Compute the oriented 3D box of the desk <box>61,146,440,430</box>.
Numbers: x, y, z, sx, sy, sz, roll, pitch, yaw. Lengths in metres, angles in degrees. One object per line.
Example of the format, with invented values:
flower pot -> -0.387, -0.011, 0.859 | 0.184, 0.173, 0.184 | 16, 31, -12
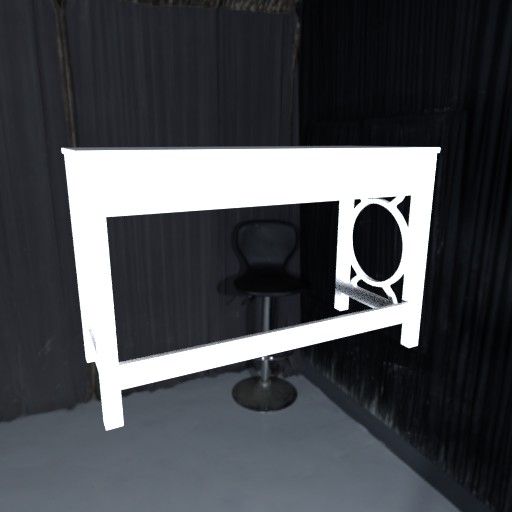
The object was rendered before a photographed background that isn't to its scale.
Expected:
desk -> 0.000, 0.000, 1.604 | 1.191, 0.762, 0.504 | -7, 16, -26
